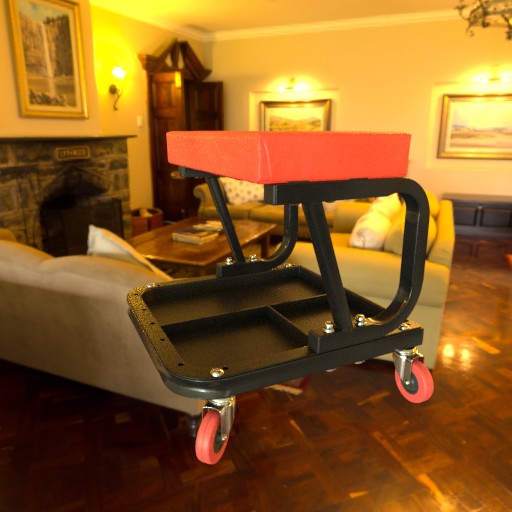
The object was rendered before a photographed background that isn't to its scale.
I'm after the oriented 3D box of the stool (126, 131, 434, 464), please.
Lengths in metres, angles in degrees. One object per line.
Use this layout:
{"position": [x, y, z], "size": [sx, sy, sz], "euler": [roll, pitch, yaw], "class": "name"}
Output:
{"position": [0.000, 0.000, 0.700], "size": [0.371, 0.380, 0.446], "euler": [-8, 17, -25], "class": "stool"}
